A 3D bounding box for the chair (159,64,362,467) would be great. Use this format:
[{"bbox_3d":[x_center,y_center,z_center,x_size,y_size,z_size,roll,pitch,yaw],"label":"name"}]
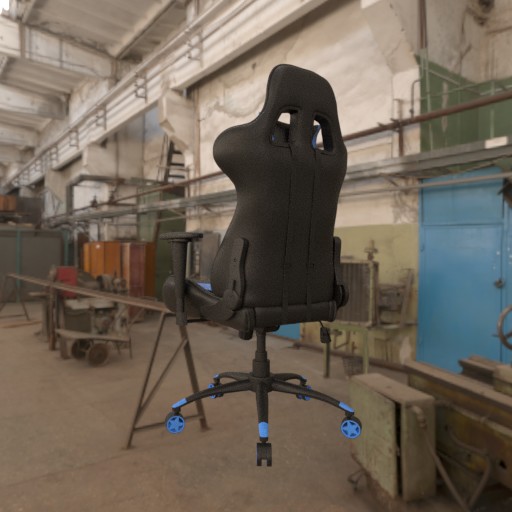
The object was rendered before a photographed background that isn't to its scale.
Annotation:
[{"bbox_3d":[0.000,0.000,1.733,0.695,1.282,0.730,0,1,-34],"label":"chair"}]
